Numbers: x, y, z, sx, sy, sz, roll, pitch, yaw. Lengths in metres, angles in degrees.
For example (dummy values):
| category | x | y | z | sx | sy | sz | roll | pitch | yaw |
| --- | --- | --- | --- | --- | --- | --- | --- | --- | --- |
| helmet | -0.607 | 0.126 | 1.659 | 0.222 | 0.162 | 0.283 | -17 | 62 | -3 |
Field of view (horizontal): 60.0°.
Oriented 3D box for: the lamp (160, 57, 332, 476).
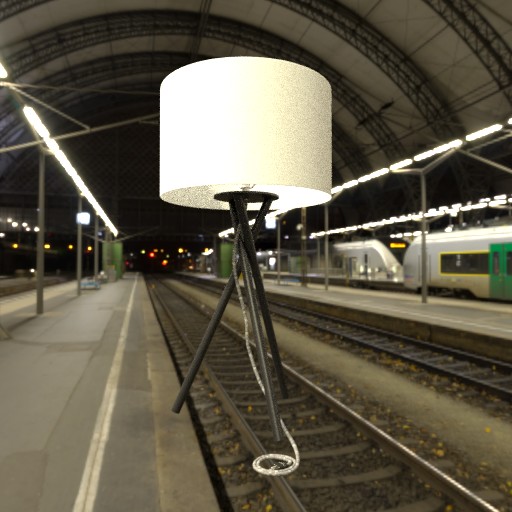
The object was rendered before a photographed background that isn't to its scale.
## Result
| category | x | y | z | sx | sy | sz | roll | pitch | yaw |
| --- | --- | --- | --- | --- | --- | --- | --- | --- | --- |
| lamp | 0.000 | 0.000 | 0.898 | 0.353 | 0.674 | 0.422 | 1 | -1 | -36 |
